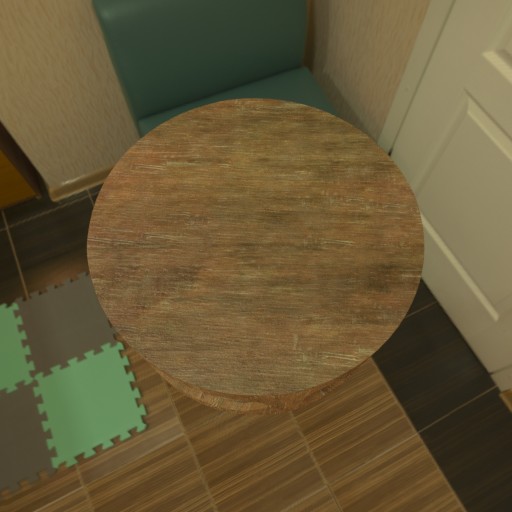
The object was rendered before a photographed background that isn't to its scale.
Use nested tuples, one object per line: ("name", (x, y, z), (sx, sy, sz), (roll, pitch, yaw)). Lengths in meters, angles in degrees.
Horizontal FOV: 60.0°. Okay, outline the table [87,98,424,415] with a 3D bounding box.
("table", (0.000, 0.000, 1.501), (0.974, 0.450, 0.974), (0, 65, 0))
